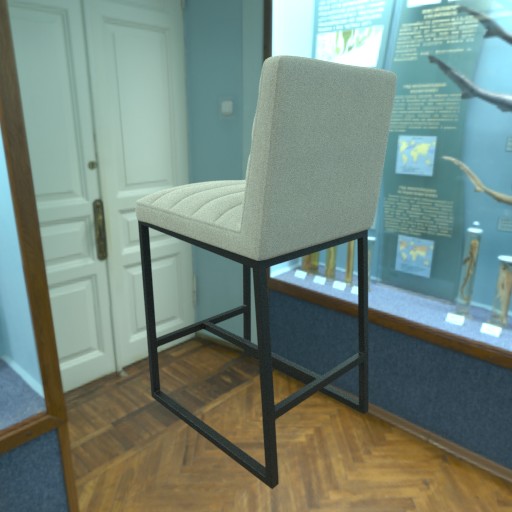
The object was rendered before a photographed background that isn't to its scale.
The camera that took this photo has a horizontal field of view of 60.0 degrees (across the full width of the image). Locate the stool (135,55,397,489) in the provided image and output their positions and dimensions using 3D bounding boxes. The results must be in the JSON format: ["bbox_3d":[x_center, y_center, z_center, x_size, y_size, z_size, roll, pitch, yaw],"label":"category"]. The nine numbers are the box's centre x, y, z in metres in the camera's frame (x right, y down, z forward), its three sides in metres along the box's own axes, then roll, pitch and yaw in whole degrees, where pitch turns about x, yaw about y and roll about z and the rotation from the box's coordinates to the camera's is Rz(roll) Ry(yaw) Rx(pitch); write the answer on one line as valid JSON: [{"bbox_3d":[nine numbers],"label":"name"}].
[{"bbox_3d":[0.000,0.000,1.264,0.459,0.971,0.567,-16,23,-42],"label":"stool"}]
